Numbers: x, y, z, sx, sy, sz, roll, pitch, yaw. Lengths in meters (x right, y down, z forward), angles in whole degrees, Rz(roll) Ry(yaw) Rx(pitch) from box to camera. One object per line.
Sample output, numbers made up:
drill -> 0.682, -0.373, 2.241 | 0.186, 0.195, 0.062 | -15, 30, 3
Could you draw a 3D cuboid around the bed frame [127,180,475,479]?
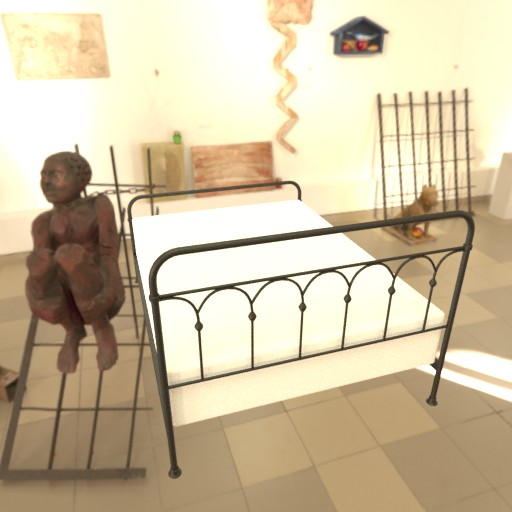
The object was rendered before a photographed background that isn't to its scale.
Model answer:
bed frame -> 0.000, 0.000, 3.160 | 1.664, 1.276, 2.203 | -8, 27, -16
